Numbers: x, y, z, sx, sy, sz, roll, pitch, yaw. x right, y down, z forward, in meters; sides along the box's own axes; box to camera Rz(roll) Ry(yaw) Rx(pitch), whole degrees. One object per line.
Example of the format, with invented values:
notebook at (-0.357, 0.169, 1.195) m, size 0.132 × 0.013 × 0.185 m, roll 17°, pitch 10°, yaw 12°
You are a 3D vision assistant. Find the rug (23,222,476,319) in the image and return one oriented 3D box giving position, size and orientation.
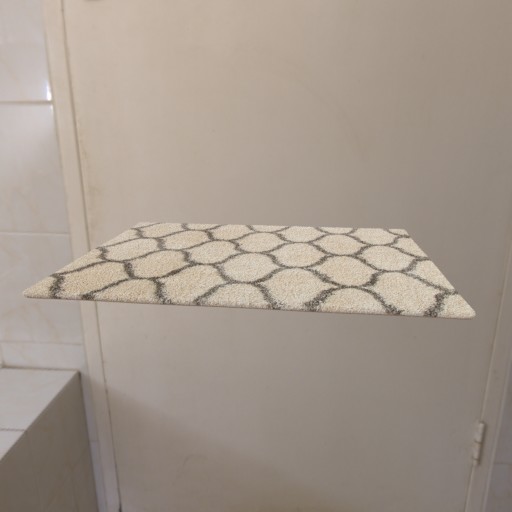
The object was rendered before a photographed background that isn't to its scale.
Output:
rug at (0.000, 0.000, 2.105) m, size 1.600 × 0.025 × 1.200 m, roll 2°, pitch 17°, yaw 7°
